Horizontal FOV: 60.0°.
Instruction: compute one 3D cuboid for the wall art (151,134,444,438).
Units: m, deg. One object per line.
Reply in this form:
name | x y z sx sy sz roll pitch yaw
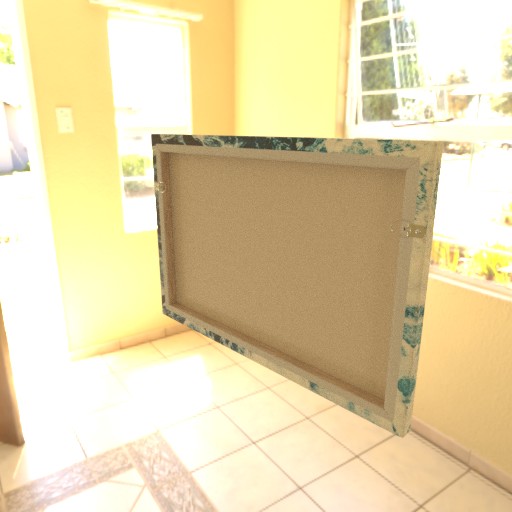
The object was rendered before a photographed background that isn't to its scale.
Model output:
wall art | 0.000 0.000 1.950 0.055 1.017 1.524 -16 22 -42
